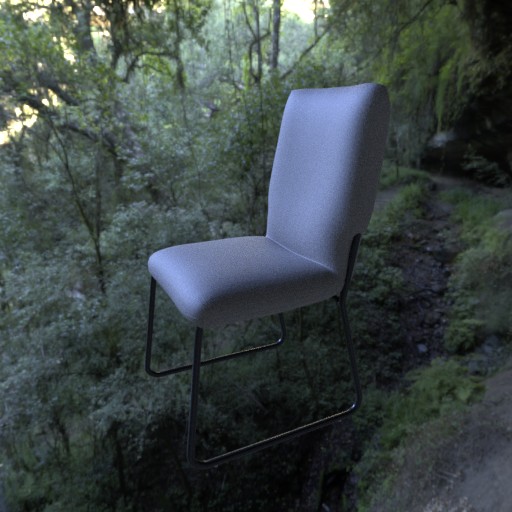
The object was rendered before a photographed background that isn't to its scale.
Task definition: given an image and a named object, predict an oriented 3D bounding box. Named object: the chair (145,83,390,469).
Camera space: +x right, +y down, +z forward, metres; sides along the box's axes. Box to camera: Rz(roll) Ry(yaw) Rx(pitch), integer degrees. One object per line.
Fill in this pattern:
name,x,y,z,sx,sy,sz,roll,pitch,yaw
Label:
chair,0.000,0.000,1.191,0.560,0.864,0.448,-9,20,-25
